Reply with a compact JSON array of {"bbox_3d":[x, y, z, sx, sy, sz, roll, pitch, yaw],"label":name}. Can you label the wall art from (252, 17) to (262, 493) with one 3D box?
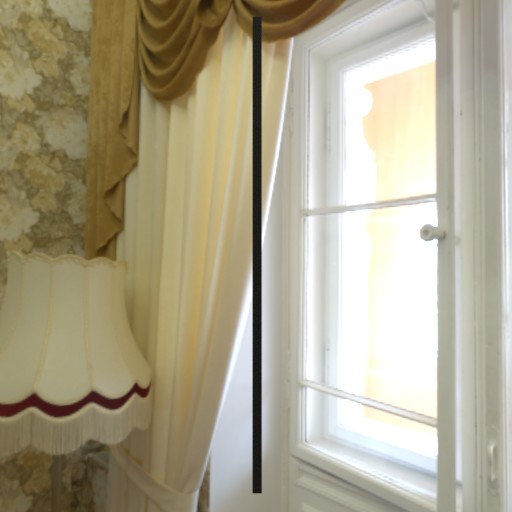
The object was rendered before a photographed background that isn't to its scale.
[{"bbox_3d":[0.000,0.000,0.844,0.013,0.660,0.460,0,-1,0],"label":"wall art"}]
